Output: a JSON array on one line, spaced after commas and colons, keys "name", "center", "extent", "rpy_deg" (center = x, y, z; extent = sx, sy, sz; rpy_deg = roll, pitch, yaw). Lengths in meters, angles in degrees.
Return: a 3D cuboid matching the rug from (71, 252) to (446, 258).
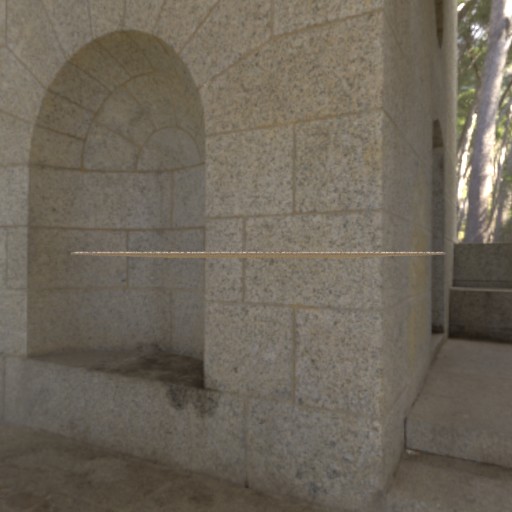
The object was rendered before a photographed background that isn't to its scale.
[{"name": "rug", "center": [0.000, 0.000, 2.272], "extent": [1.175, 0.008, 1.783], "rpy_deg": [0, -1, -1]}]
